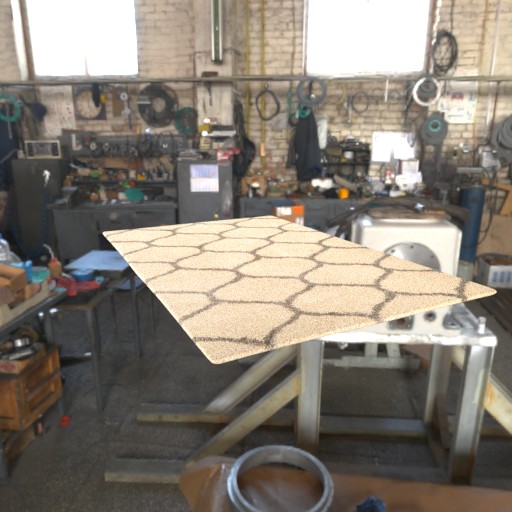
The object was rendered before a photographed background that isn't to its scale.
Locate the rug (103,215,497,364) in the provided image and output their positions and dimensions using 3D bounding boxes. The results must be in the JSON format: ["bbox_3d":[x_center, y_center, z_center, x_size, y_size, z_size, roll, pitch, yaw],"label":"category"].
[{"bbox_3d":[0.000,0.000,3.347,1.801,0.026,2.701,-8,18,-26],"label":"rug"}]
